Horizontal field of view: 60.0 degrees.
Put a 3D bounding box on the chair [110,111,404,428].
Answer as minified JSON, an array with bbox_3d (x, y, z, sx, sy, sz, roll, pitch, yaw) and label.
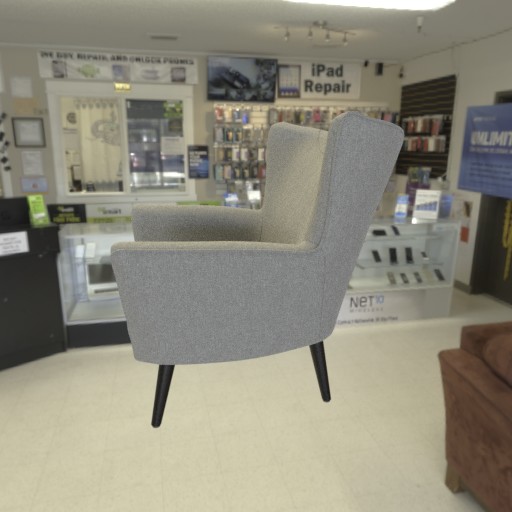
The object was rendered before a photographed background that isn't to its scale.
[{"bbox_3d":[0.000,0.000,1.561,0.888,0.933,0.781,-3,15,-10],"label":"chair"}]
